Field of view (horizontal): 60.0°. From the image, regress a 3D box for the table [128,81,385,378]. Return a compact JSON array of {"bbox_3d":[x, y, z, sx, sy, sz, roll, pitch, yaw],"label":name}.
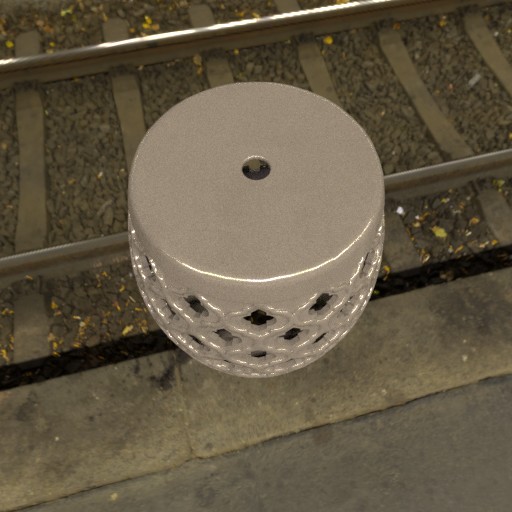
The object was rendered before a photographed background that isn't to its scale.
[{"bbox_3d":[0.000,0.000,0.622,0.325,0.388,0.325,0,62,0],"label":"table"}]
